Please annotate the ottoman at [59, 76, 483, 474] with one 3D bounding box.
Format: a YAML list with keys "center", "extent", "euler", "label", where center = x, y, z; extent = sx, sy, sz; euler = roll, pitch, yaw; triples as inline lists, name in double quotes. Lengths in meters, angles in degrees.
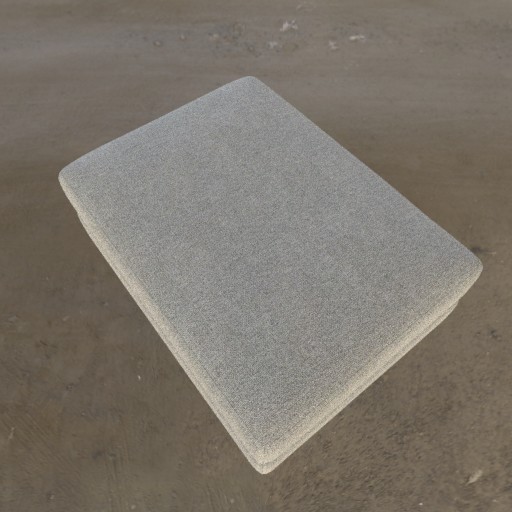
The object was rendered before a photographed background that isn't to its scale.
- center: [0.000, 0.000, 1.140]
  extent: [0.611, 0.441, 0.821]
  euler: [-34, 64, -19]
  label: "ottoman"
